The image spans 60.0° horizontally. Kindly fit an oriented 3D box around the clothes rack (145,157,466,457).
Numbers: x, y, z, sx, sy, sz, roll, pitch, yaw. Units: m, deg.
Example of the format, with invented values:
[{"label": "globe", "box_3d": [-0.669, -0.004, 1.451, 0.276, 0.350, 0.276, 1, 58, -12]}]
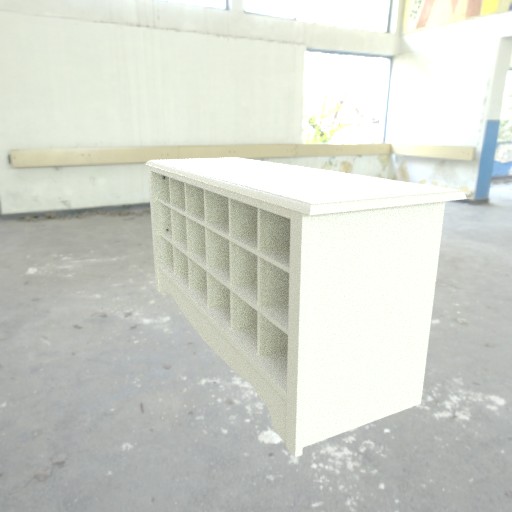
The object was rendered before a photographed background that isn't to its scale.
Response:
[{"label": "clothes rack", "box_3d": [0.000, 0.000, 1.467, 0.405, 0.558, 1.218, -8, 18, -26]}]
